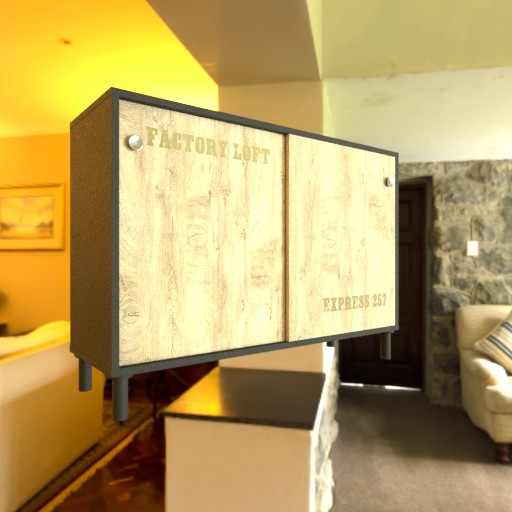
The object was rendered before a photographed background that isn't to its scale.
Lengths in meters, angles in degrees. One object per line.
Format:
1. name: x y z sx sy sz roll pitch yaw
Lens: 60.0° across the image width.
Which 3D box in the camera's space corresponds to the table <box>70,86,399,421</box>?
1. table: 0.000 0.000 1.627 1.200 0.855 0.400 0 0 -37
